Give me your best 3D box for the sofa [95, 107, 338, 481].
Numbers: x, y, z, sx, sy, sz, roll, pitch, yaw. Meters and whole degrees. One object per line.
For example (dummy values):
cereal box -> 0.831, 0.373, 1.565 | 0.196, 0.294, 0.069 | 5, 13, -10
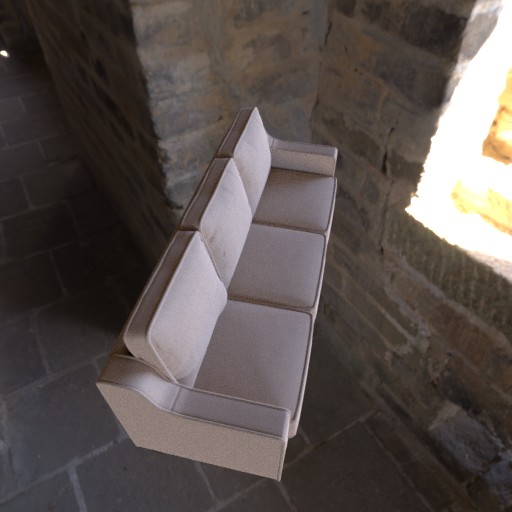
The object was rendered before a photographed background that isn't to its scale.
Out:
sofa -> 0.000, 0.000, 2.557 | 0.791, 0.902, 2.131 | 9, 46, 9
